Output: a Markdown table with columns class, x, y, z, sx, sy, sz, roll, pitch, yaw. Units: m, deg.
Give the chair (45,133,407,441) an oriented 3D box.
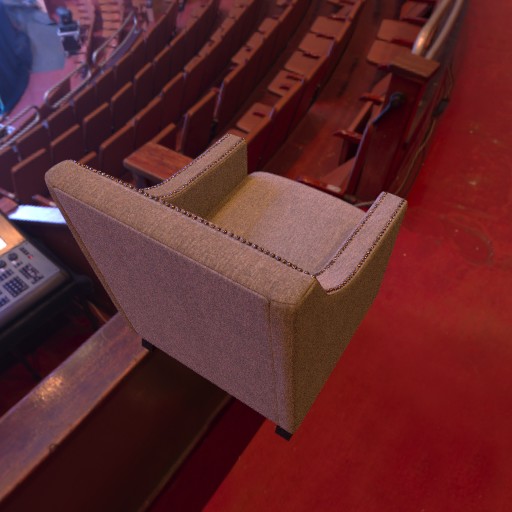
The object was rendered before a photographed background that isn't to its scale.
| class | x | y | z | sx | sy | sz | roll | pitch | yaw |
| --- | --- | --- | --- | --- | --- | --- | --- | --- | --- |
| chair | 0.000 | 0.000 | 1.589 | 0.776 | 0.967 | 0.884 | 26 | 53 | 22 |
